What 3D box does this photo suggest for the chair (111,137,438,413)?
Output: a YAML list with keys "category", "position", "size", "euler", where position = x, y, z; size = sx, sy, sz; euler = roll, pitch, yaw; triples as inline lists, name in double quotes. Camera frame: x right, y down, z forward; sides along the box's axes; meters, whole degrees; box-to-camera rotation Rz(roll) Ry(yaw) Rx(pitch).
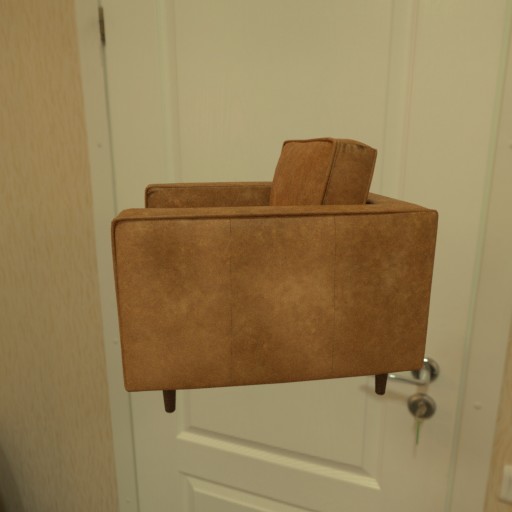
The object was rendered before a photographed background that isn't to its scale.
- category: "chair"
  position: [0.000, 0.000, 1.497]
  size: [0.798, 0.767, 0.928]
  euler: [-2, 14, -8]
